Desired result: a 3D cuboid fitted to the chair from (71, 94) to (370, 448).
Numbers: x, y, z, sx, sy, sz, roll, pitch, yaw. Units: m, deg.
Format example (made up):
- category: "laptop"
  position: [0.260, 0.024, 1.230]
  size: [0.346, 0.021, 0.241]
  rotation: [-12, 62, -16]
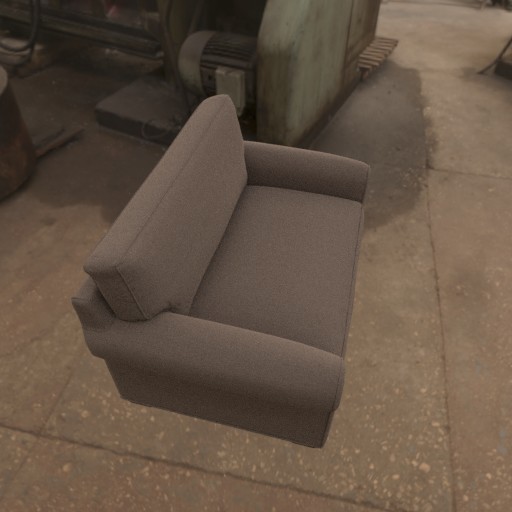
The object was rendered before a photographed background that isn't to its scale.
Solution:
- category: "chair"
  position: [0.000, 0.000, 1.999]
  size: [0.930, 0.930, 1.390]
  rotation: [10, 46, 10]
